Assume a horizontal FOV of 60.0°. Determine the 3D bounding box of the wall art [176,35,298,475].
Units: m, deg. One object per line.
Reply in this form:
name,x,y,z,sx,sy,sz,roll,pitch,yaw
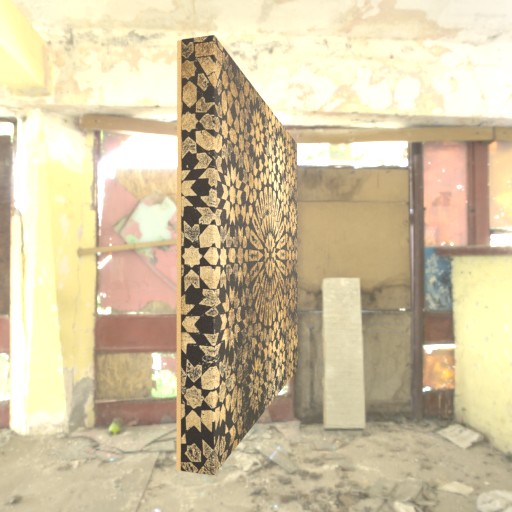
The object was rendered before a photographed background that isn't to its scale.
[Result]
wall art,0.000,0.000,0.606,0.038,0.405,0.405,0,-1,16
